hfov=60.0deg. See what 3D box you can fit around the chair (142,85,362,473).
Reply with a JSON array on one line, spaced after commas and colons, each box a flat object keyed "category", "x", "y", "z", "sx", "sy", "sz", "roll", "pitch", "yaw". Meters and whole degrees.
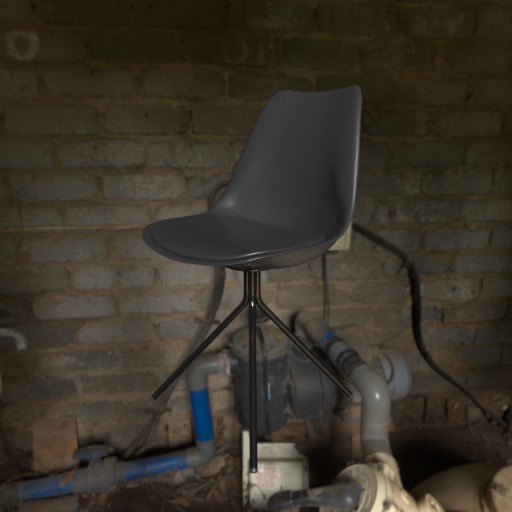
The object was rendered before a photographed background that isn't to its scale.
[{"category": "chair", "x": 0.000, "y": 0.000, "z": 1.158, "sx": 0.461, "sy": 0.850, "sz": 0.525, "roll": 15, "pitch": 22, "yaw": 42}]
